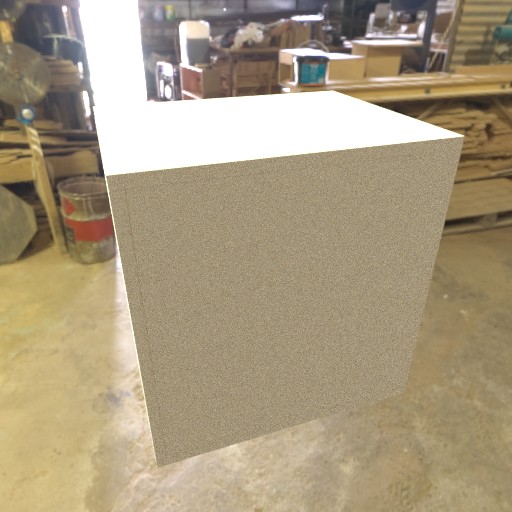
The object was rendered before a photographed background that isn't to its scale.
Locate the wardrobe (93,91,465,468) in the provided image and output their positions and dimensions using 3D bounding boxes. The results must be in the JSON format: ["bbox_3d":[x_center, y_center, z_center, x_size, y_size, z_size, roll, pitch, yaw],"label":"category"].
[{"bbox_3d":[0.000,0.000,0.861,0.500,0.520,0.400,-10,31,-17],"label":"wardrobe"}]
